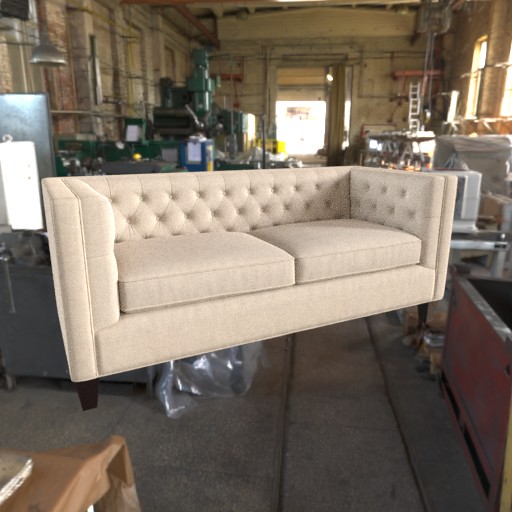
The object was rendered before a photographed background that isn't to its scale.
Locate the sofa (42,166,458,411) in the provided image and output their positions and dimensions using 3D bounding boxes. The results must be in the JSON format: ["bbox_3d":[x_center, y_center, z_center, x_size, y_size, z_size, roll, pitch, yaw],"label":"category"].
[{"bbox_3d":[0.000,0.000,2.144,1.778,0.762,0.775,-8,17,-26],"label":"sofa"}]
